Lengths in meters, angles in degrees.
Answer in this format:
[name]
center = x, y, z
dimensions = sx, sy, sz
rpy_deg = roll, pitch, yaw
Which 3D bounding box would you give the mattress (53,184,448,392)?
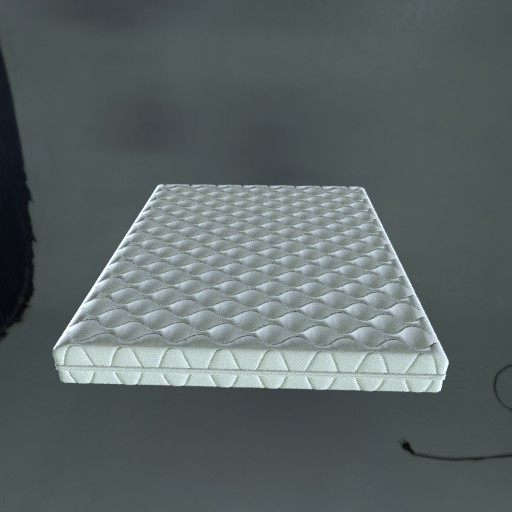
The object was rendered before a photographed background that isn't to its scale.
[mattress]
center = 0.000, 0.000, 2.622
dimensions = 1.600, 0.200, 1.900
rpy_deg = 1, 30, 2
